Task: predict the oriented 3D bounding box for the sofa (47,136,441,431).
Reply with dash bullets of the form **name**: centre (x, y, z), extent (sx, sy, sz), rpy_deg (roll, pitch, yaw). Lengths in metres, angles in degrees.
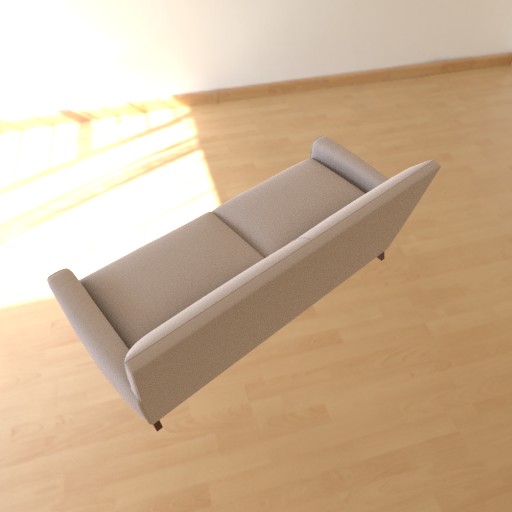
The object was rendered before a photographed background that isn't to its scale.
- **sofa**: centre (0.000, 0.000, 2.499), extent (2.000, 0.846, 0.875), rpy_deg (-32, 55, -27)
